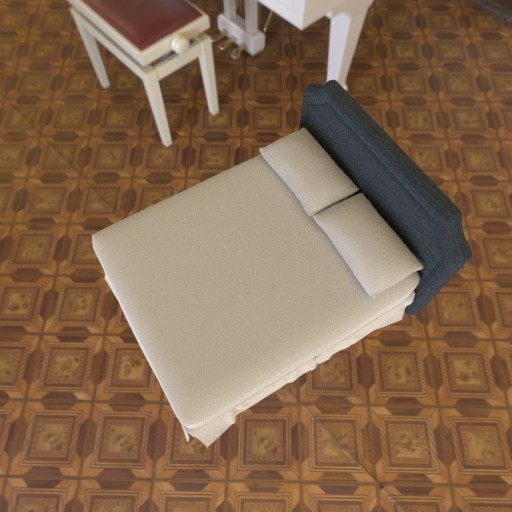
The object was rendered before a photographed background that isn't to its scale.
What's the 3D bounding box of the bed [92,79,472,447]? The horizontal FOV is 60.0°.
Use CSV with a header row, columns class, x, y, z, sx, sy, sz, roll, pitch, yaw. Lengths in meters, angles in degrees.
class,x,y,z,sx,sy,sz,roll,pitch,yaw
bed,0.000,0.000,3.326,2.208,1.297,1.828,-28,67,-13
